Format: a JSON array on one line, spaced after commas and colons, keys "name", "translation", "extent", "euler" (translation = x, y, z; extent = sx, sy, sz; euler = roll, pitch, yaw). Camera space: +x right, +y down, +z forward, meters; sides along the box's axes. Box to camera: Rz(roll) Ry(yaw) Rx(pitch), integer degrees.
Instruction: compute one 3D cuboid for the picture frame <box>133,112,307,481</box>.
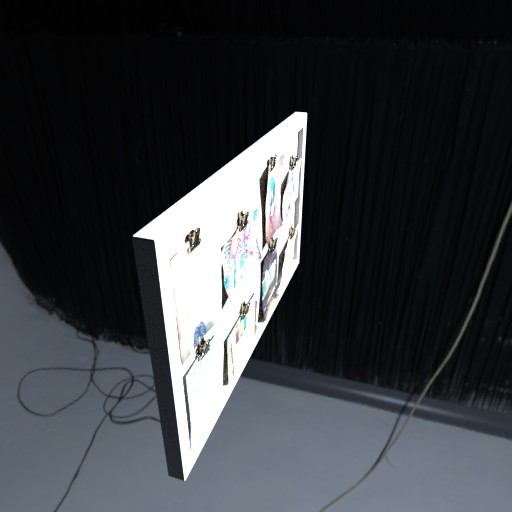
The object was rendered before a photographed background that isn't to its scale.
[{"name": "picture frame", "translation": [0.000, 0.000, 0.795], "extent": [0.044, 0.379, 0.647], "euler": [10, 30, 17]}]
